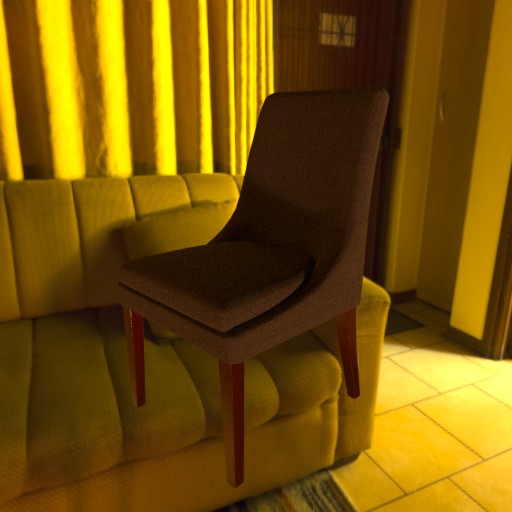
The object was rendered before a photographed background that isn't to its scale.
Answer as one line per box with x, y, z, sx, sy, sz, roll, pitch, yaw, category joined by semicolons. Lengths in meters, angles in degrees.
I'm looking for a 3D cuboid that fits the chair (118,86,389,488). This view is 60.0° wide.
0.000;0.000;1.317;0.508;0.952;0.655;16;23;43;chair
